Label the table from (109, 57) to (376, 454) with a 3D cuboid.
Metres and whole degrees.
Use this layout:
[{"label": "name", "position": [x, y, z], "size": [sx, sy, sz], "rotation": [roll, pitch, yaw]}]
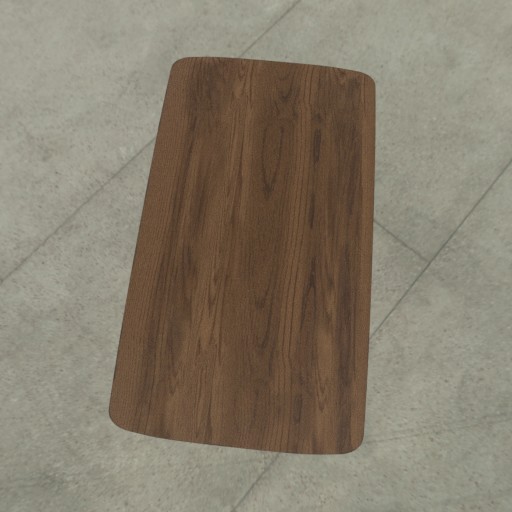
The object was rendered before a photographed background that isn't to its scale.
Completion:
[{"label": "table", "position": [0.000, 0.000, 2.169], "size": [0.949, 0.765, 1.643], "rotation": [6, 74, 2]}]
